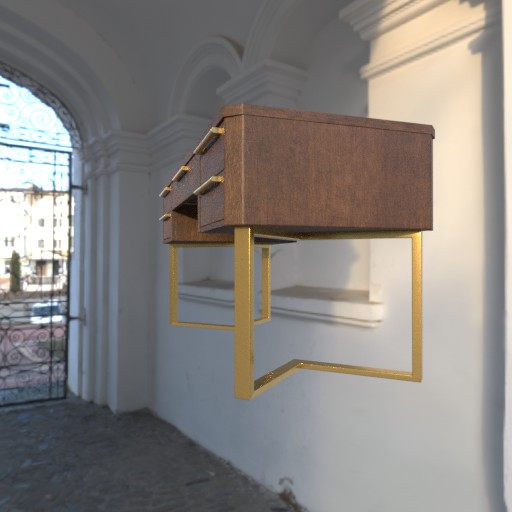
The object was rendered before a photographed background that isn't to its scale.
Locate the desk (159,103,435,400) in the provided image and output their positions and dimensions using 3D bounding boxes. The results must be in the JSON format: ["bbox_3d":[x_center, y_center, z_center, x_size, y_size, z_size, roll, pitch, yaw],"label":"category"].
[{"bbox_3d":[0.000,0.000,1.908,0.684,0.762,1.479,0,0,-18],"label":"desk"}]
